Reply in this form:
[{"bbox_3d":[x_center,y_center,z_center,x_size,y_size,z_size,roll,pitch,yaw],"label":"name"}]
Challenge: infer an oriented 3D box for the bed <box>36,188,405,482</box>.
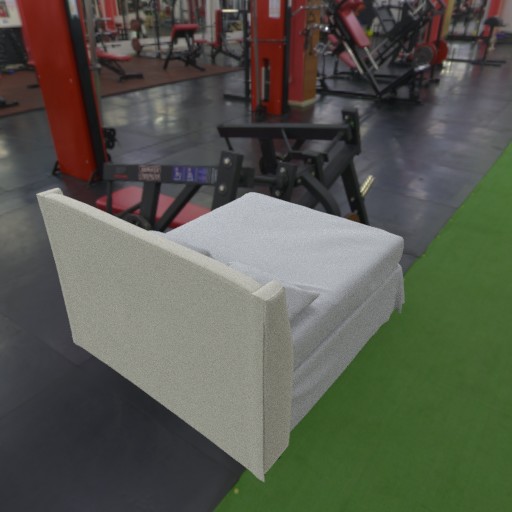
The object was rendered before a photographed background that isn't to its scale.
[{"bbox_3d":[0.000,0.000,3.467,1.925,1.332,2.276,22,37,32],"label":"bed"}]
